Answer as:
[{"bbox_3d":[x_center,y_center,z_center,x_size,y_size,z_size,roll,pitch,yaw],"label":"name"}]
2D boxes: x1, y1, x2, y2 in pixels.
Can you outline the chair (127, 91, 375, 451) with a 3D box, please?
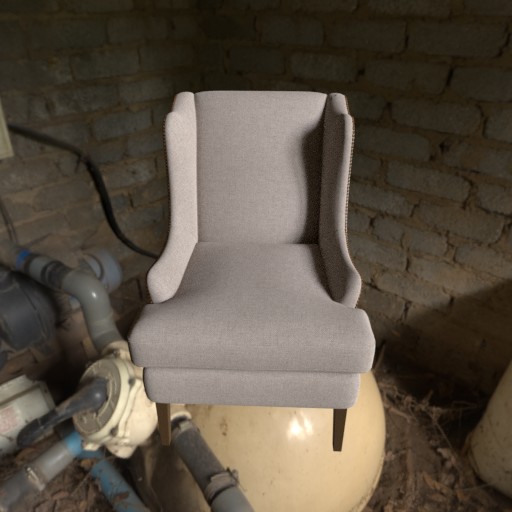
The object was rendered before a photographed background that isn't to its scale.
[{"bbox_3d":[0.000,0.000,1.653,0.737,1.029,0.940,1,30,2],"label":"chair"}]
